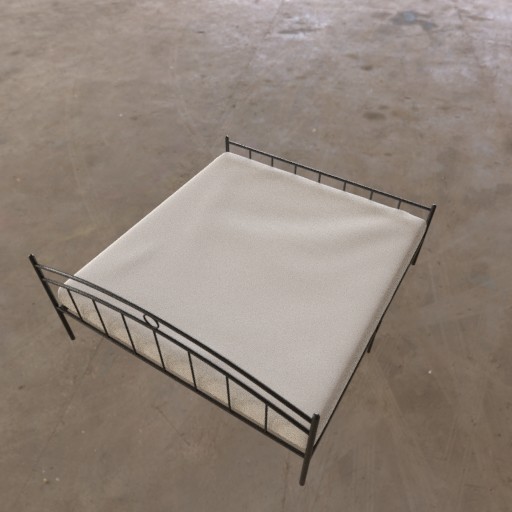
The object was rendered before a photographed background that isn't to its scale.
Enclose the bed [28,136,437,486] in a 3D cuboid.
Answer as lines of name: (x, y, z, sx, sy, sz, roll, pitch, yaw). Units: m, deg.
bed: (0.000, 0.000, 3.111, 1.880, 0.940, 2.040, 24, 50, 22)
